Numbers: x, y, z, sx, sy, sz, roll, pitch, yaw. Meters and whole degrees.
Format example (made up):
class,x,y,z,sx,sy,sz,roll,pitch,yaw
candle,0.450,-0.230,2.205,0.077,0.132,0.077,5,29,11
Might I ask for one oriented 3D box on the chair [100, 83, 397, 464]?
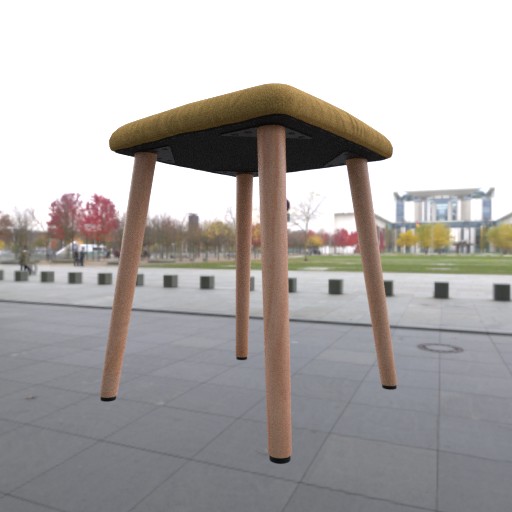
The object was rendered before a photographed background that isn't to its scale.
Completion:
class,x,y,z,sx,sy,sz,roll,pitch,yaw
chair,0.000,0.000,0.708,0.350,0.440,0.350,1,1,38
